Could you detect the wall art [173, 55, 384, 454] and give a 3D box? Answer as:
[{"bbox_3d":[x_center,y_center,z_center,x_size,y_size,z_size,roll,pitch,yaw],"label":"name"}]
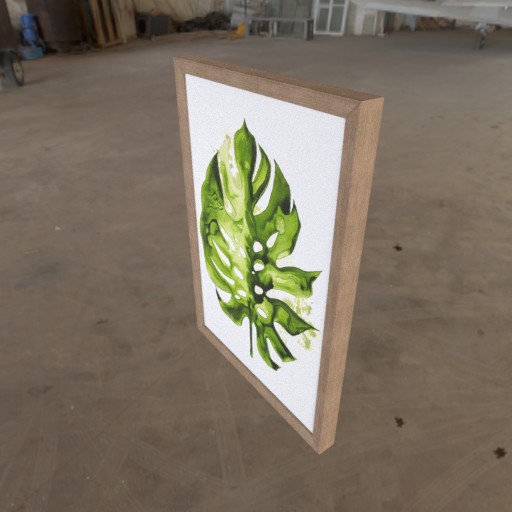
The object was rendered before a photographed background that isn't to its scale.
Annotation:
[{"bbox_3d":[0.000,0.000,0.656,0.031,0.509,0.356,-21,37,-31],"label":"wall art"}]
